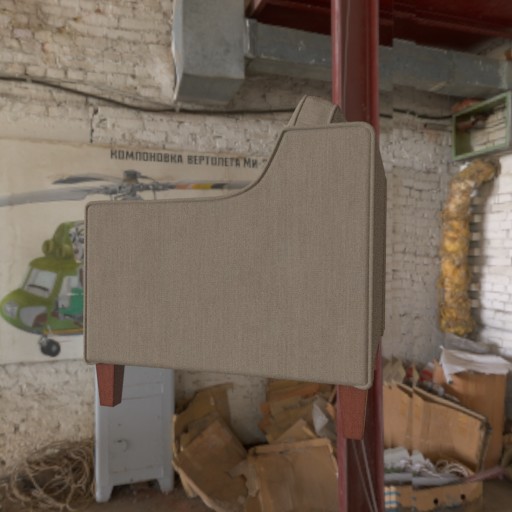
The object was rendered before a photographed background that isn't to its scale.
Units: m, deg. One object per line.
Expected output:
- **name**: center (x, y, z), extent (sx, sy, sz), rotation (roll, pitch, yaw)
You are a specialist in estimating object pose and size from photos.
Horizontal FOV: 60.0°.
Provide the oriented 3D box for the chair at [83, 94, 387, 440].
- **chair**: center (0.000, 0.000, 1.653), extent (0.909, 0.960, 0.831), rotation (0, 1, 18)
